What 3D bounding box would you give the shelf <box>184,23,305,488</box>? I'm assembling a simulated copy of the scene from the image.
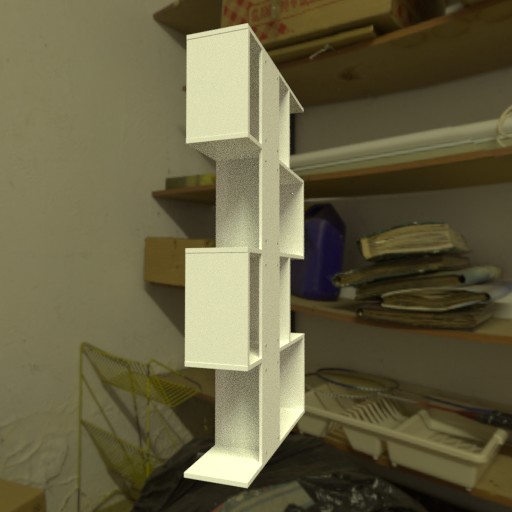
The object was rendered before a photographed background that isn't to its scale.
[{"bbox_3d":[0.000,0.000,2.032,0.250,1.650,0.890,-1,-2,19],"label":"shelf"}]
